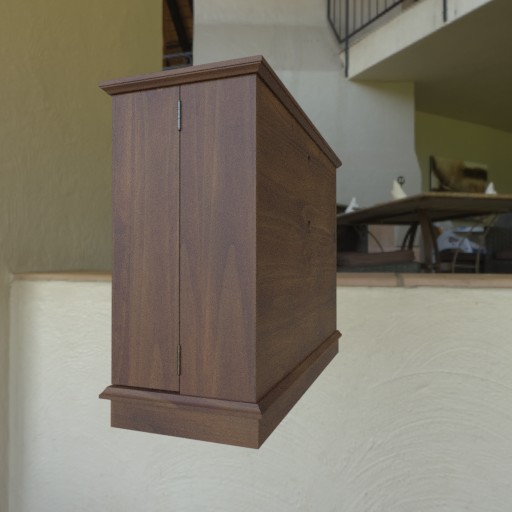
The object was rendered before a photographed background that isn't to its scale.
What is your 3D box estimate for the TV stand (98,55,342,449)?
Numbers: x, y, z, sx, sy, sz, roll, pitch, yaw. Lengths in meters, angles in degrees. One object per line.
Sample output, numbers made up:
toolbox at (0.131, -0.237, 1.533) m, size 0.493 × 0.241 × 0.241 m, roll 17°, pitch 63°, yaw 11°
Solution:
TV stand at (0.000, 0.000, 1.473) m, size 0.406 × 0.813 × 1.067 m, roll 0°, pitch -1°, yaw 20°
